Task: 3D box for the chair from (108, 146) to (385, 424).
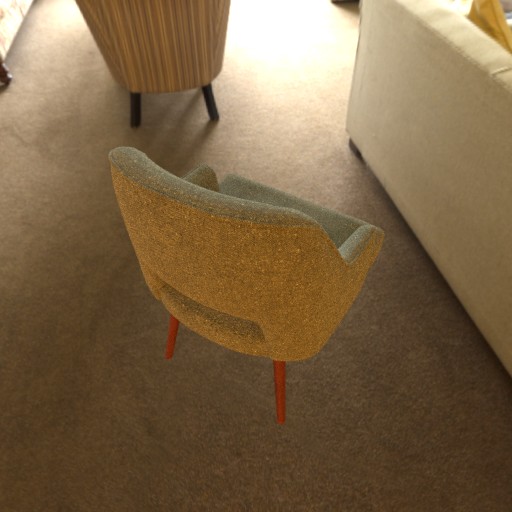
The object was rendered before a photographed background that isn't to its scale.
[{"bbox_3d":[0.000,0.000,1.288,0.608,0.875,0.629,24,52,20],"label":"chair"}]
